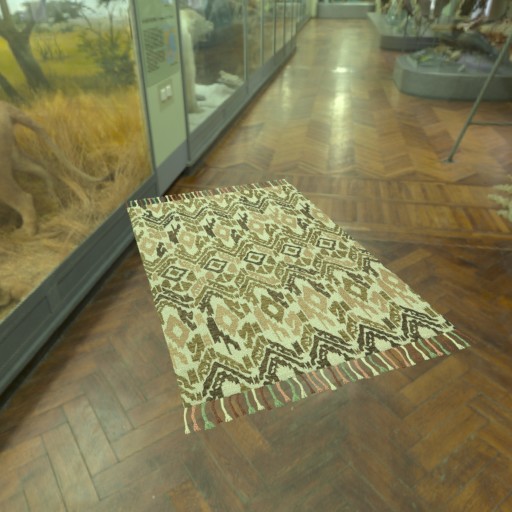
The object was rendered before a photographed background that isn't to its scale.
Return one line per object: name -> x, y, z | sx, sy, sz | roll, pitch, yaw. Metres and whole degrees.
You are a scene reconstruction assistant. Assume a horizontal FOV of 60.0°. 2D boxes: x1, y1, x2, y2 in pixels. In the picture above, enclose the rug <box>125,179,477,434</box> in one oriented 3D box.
rug -> 0.000, 0.000, 3.008 | 1.524, 0.008, 2.438 | -11, 33, -17
